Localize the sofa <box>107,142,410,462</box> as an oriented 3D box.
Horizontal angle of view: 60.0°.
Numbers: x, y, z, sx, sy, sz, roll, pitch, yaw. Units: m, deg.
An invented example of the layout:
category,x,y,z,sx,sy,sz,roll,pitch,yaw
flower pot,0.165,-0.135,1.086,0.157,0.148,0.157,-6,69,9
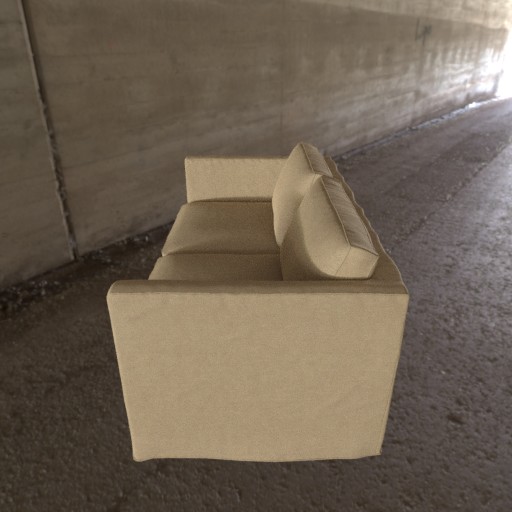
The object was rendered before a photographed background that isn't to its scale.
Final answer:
category,x,y,z,sx,sy,sz,roll,pitch,yaw
sofa,0.000,0.000,2.206,0.962,0.835,1.719,0,27,0
